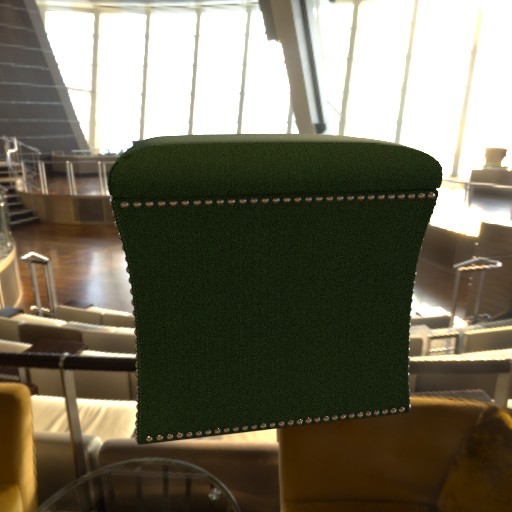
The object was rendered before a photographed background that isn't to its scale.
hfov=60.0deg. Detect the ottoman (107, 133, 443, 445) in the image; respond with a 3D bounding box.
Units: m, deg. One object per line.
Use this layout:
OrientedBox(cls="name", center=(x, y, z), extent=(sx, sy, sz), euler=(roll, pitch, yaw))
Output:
OrientedBox(cls="ottoman", center=(0.000, 0.000, 0.891), extent=(0.497, 0.475, 0.507), euler=(-3, 17, -10))
